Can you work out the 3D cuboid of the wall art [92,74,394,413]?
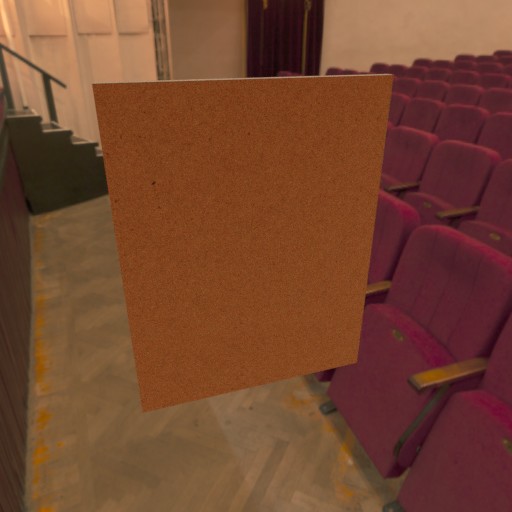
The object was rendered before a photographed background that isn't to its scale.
[{"bbox_3d":[0.000,0.000,0.821,0.481,0.613,0.020,-8,28,-16],"label":"wall art"}]
